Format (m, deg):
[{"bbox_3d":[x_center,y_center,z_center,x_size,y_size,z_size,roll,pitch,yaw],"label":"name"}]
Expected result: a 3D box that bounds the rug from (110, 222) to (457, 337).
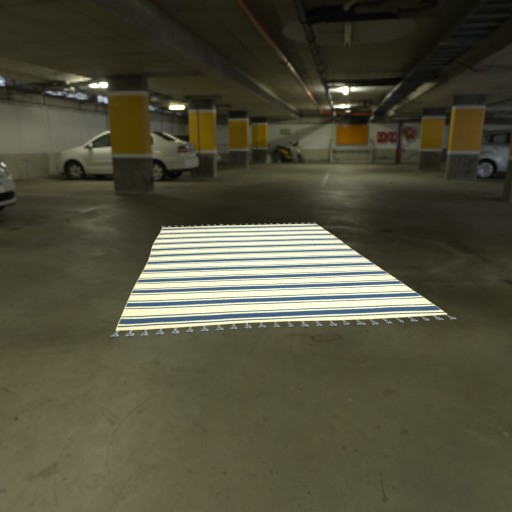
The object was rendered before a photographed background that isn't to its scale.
[{"bbox_3d":[0.000,0.000,2.570,1.248,0.009,2.108,-2,14,-7],"label":"rug"}]
